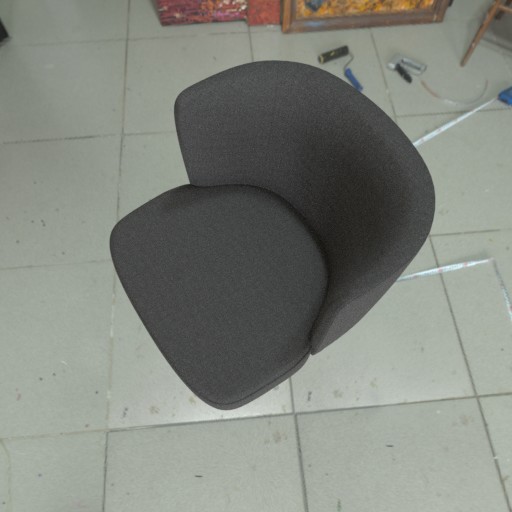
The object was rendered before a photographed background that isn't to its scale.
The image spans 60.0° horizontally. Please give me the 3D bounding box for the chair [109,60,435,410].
[{"bbox_3d":[0.000,0.000,1.223,0.698,0.695,0.639,-32,68,-14],"label":"chair"}]
